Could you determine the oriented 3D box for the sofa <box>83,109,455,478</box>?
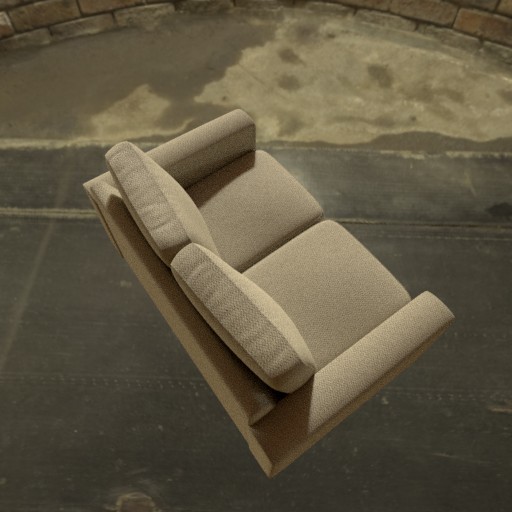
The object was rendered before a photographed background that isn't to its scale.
[{"bbox_3d":[0.000,0.000,2.165,1.016,0.873,1.616,-32,64,-18],"label":"sofa"}]
